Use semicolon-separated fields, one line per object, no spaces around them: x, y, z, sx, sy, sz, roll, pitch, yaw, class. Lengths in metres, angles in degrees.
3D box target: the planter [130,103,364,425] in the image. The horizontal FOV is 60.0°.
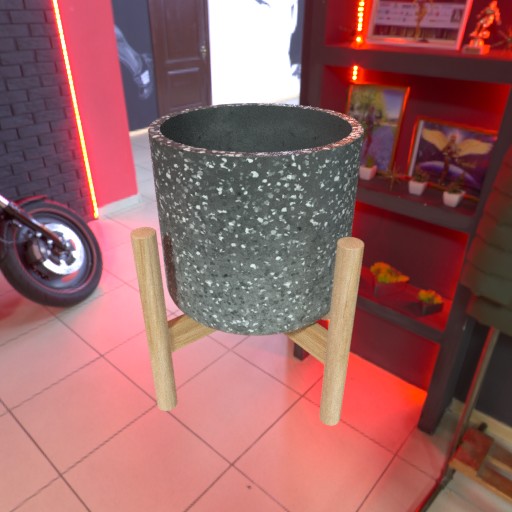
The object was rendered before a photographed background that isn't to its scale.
0.000;0.000;0.546;0.284;0.320;0.284;-8;31;-14;planter
